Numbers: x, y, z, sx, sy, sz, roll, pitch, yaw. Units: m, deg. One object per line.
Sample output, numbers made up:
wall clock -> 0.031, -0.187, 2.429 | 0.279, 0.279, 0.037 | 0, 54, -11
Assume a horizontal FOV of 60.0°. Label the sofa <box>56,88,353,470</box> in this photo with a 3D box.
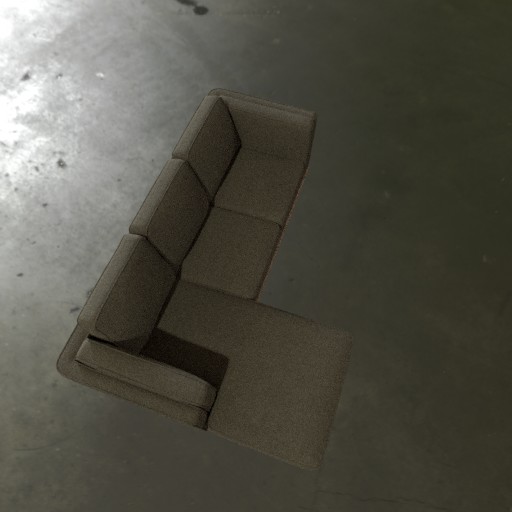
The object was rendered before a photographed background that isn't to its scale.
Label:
sofa -> 0.000, 0.000, 3.114 | 1.604, 0.929, 2.411 | 17, 64, 9
